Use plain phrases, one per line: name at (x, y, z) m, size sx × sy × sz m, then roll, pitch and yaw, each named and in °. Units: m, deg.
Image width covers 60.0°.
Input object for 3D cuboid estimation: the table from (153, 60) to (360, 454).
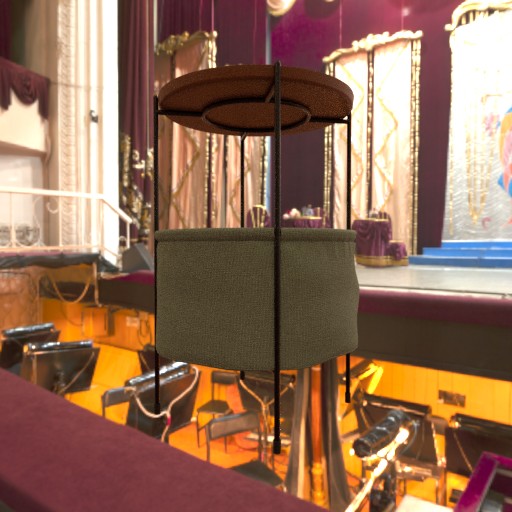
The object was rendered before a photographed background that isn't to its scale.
table at (0.000, 0.000, 0.899) m, size 0.400 × 0.623 × 0.400 m, roll 1°, pitch 2°, yaw 35°
